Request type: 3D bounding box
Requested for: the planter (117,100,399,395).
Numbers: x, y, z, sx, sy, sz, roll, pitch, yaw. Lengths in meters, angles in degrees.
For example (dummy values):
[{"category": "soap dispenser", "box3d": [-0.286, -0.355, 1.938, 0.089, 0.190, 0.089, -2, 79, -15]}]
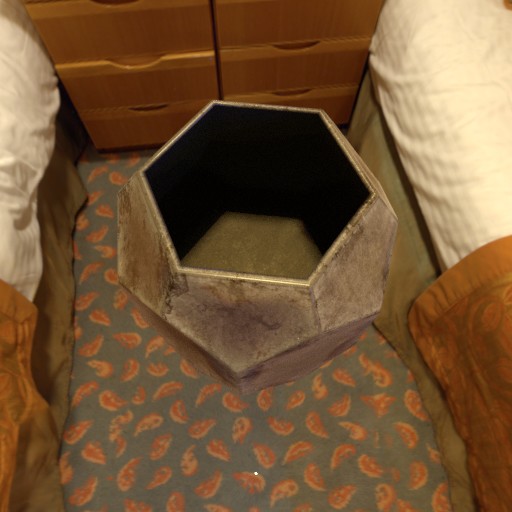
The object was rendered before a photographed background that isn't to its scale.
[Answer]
[{"category": "planter", "box3d": [0.000, 0.000, 0.424, 0.243, 0.238, 0.221, 34, 69, 15]}]
